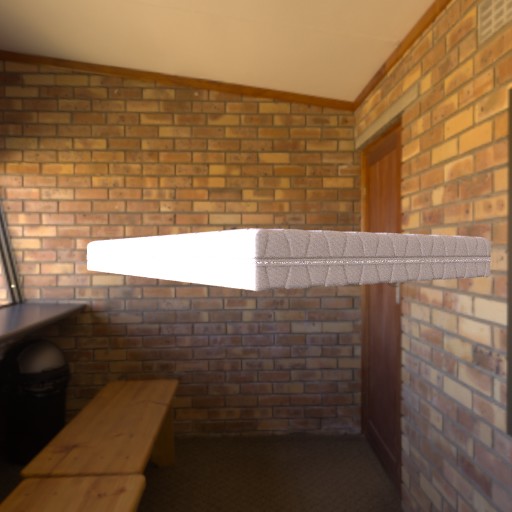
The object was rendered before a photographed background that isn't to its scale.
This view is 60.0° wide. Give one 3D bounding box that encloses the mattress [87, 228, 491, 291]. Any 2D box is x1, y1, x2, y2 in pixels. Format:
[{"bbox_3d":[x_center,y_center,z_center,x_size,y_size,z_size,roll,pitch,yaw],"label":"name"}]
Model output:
[{"bbox_3d":[0.000,0.000,2.567,1.400,0.200,2.000,0,1,-35],"label":"mattress"}]
